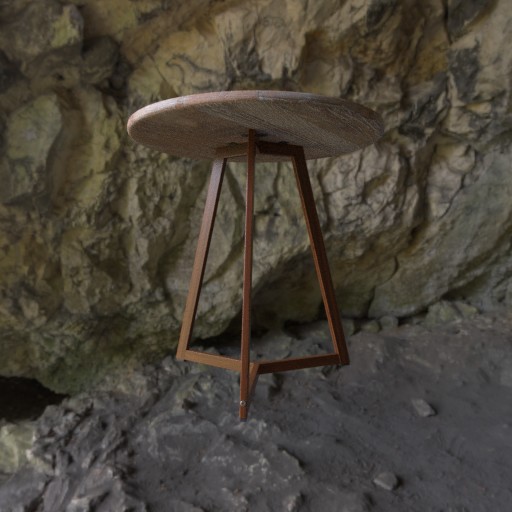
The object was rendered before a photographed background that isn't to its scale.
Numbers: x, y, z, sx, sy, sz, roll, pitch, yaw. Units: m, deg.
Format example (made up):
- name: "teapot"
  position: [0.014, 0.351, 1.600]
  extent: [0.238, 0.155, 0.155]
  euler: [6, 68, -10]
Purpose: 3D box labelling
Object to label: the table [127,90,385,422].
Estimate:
- name: "table"
  position: [0.000, 0.000, 0.903]
  extent: [0.500, 0.500, 0.500]
  euler: [0, 2, 0]
